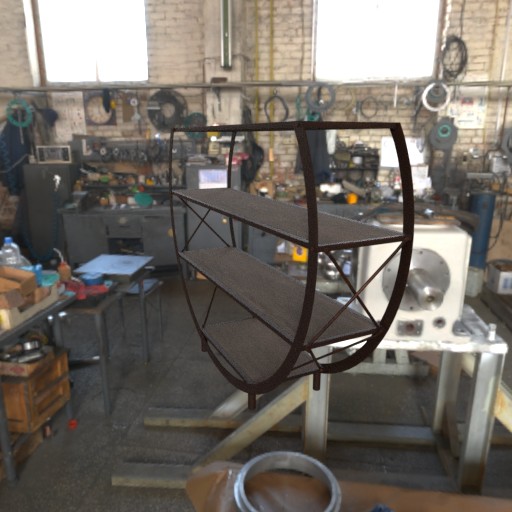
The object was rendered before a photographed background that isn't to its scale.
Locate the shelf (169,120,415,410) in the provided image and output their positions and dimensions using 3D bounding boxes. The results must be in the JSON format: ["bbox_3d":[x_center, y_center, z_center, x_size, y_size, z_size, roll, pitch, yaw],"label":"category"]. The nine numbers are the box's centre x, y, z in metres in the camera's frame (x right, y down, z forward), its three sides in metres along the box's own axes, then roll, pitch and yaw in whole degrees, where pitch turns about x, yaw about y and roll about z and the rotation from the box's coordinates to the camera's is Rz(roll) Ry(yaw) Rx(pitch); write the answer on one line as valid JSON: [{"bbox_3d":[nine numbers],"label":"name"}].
[{"bbox_3d":[0.000,0.000,1.887,0.344,1.063,1.403,-7,17,-25],"label":"shelf"}]
